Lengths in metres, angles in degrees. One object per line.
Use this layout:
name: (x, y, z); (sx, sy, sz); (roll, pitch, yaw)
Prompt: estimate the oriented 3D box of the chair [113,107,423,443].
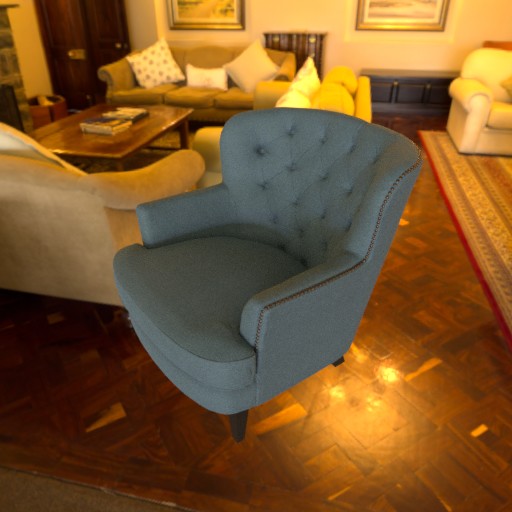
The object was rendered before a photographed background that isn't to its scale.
chair: (0.000, 0.000, 1.578); (0.906, 0.868, 0.848); (-20, 36, -31)
